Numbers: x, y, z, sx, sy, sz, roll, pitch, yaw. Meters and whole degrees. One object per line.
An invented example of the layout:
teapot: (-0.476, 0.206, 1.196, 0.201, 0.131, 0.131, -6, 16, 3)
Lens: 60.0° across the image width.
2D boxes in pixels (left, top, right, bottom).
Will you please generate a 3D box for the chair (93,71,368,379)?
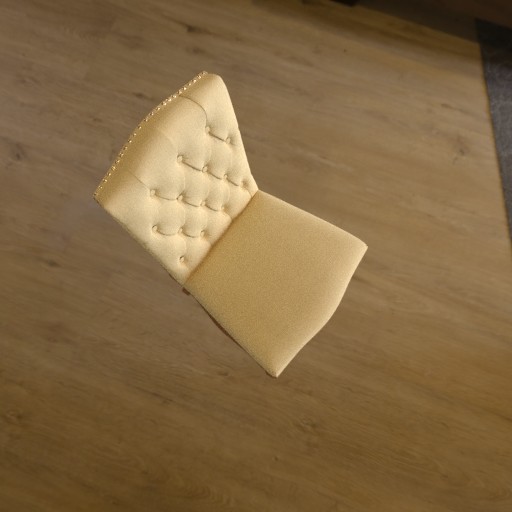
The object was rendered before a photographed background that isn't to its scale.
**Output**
chair: (0.000, 0.000, 1.622, 0.715, 1.165, 0.623, 36, 78, 8)
